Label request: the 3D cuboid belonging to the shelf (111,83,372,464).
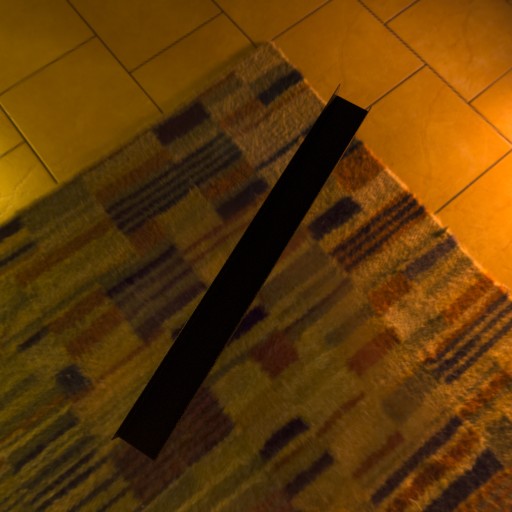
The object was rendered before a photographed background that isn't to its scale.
[{"bbox_3d":[0.000,0.000,0.969,0.092,0.049,0.924,30,77,8],"label":"shelf"}]
